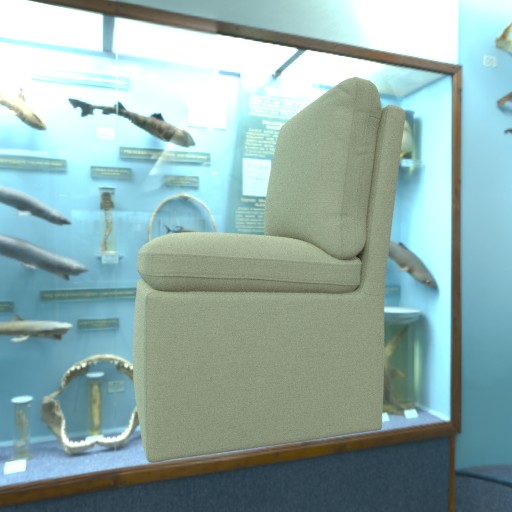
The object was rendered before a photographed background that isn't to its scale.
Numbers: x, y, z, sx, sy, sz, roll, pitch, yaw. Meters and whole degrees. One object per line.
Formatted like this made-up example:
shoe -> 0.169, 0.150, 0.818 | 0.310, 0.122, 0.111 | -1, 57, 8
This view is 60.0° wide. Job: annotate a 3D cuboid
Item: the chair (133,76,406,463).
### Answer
chair -> 0.000, 0.000, 1.300 | 0.698, 0.927, 0.503 | 0, 1, -17
